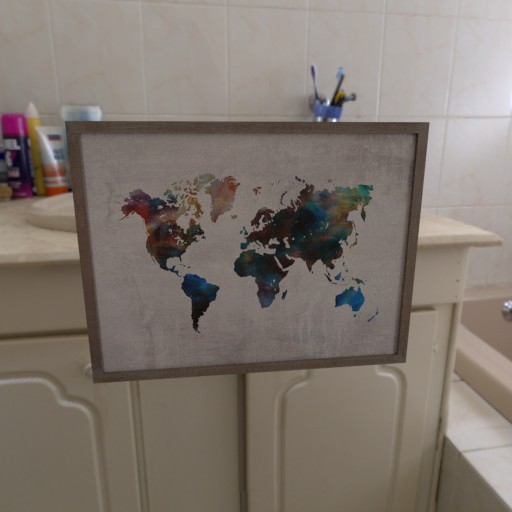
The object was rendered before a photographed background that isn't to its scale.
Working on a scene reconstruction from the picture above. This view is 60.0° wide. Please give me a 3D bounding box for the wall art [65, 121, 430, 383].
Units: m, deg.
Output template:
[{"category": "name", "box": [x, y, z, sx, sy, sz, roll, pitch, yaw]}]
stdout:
[{"category": "wall art", "box": [0.000, 0.000, 1.334, 1.012, 0.774, 0.019, -2, 15, -7]}]
